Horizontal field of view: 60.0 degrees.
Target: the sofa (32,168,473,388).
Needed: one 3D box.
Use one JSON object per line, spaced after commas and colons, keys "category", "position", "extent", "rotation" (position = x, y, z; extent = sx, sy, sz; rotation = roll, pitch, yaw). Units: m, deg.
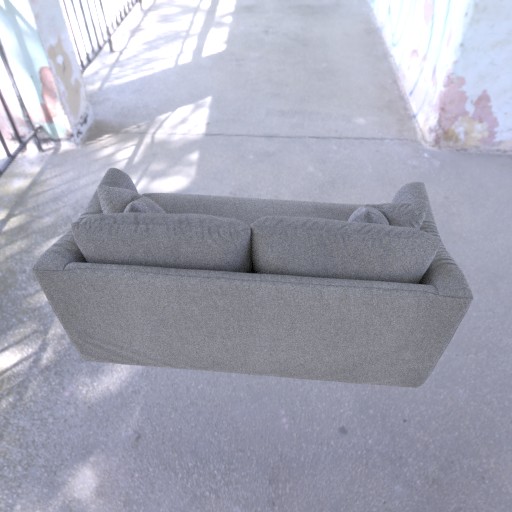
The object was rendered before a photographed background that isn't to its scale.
{"category": "sofa", "position": [0.000, 0.000, 2.583], "extent": [2.010, 1.018, 1.072], "rotation": [4, 46, 3]}
